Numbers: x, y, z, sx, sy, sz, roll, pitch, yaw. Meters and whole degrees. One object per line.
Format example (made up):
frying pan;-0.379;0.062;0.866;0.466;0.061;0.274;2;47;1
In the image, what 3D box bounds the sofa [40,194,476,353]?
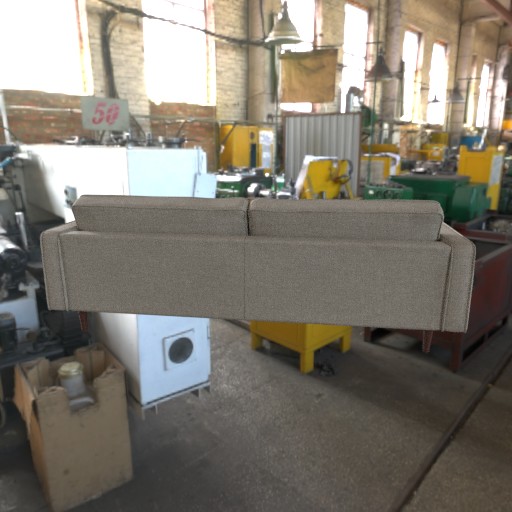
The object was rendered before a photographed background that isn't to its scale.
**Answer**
sofa;0.000;0.000;2.650;2.211;0.762;0.914;2;15;8
